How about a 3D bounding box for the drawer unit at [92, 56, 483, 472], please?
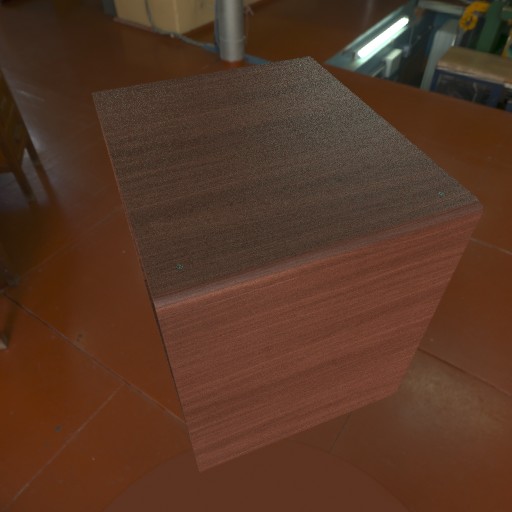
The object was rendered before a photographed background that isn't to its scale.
[{"bbox_3d":[0.000,0.000,0.585,0.290,0.351,0.349,-16,48,-15],"label":"drawer unit"}]
